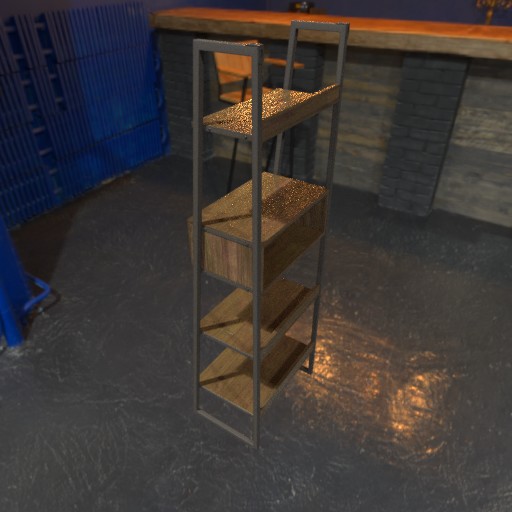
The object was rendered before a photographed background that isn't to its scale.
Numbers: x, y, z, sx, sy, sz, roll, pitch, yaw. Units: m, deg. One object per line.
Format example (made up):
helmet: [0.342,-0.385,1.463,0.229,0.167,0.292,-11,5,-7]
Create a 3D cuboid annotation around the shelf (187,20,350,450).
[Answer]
shelf: [0.000,0.000,2.169,0.454,2.005,0.652,20,39,27]
